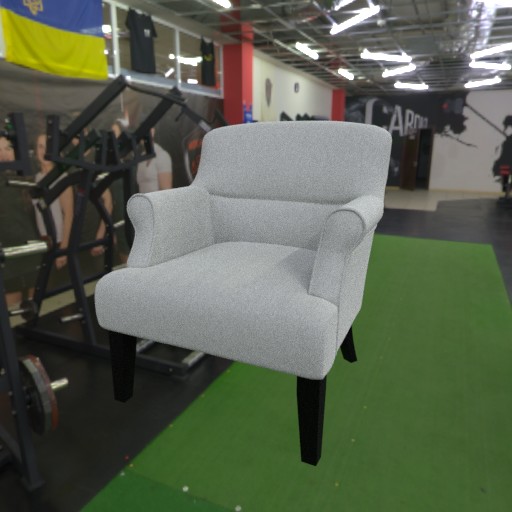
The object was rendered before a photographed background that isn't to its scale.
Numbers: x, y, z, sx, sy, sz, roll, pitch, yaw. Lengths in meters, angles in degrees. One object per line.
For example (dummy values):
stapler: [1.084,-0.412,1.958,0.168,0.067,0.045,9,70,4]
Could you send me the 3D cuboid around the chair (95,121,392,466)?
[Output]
chair: [0.000,0.000,1.463,0.781,0.875,0.750,7,16,25]
